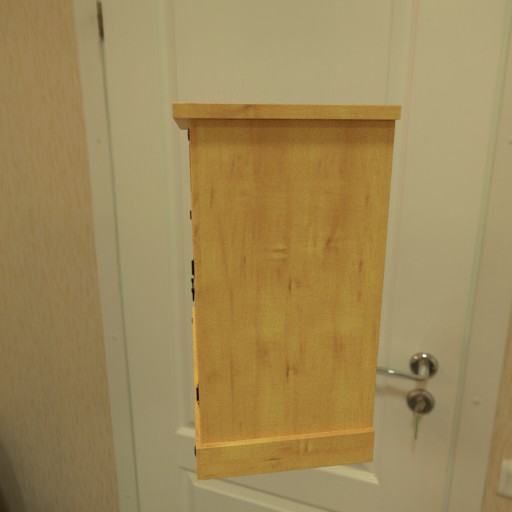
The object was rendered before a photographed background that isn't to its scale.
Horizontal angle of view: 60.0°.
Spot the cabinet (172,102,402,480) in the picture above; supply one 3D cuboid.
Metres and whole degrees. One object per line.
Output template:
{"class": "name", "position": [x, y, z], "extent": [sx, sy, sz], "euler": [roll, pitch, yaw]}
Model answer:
{"class": "cabinet", "position": [0.000, 0.000, 1.397], "extent": [0.450, 0.840, 0.920], "euler": [-2, 15, -8]}
